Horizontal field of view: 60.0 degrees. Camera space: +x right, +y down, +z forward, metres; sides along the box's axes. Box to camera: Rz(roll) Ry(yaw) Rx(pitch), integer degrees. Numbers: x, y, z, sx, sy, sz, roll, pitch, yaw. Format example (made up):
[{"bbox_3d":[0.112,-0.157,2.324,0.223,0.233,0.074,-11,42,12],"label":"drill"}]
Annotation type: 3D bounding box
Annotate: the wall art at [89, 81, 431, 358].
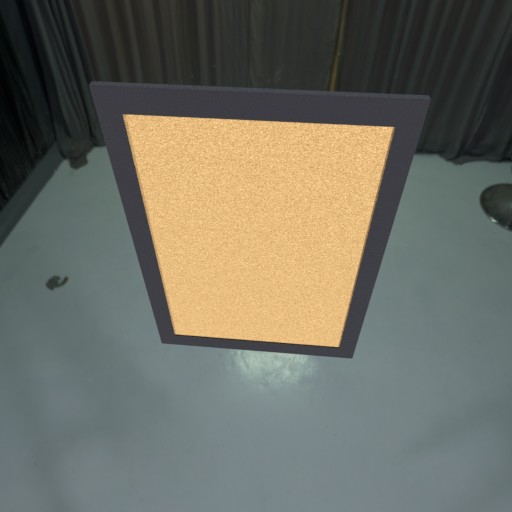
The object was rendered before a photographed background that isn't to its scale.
[{"bbox_3d":[0.000,0.000,0.678,0.374,0.529,0.012,4,47,4],"label":"wall art"}]
